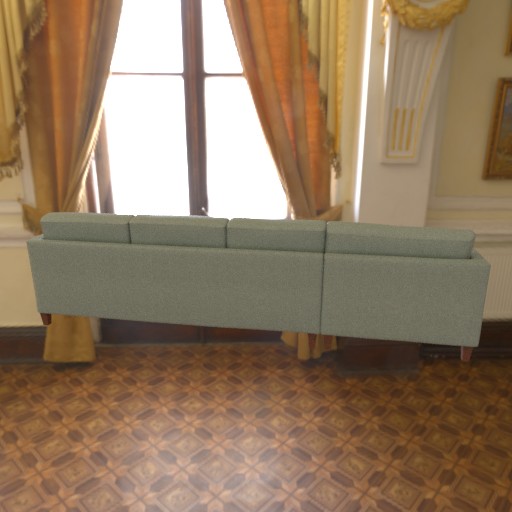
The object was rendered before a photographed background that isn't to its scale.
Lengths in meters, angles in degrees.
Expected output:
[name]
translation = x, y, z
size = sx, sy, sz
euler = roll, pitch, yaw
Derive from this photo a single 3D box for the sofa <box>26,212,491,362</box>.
[sofa]
translation = 0.000, 0.000, 4.029
size = 3.470, 0.953, 1.600
euler = 3, 17, 10
